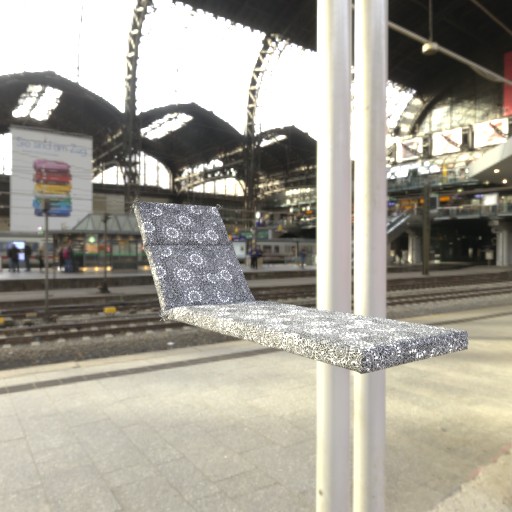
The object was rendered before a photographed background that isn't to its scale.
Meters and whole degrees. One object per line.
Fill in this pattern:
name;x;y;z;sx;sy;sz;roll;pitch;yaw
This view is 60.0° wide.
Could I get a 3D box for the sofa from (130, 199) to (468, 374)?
sofa;0.000;0.000;1.953;0.582;0.622;1.663;0;0;-36
